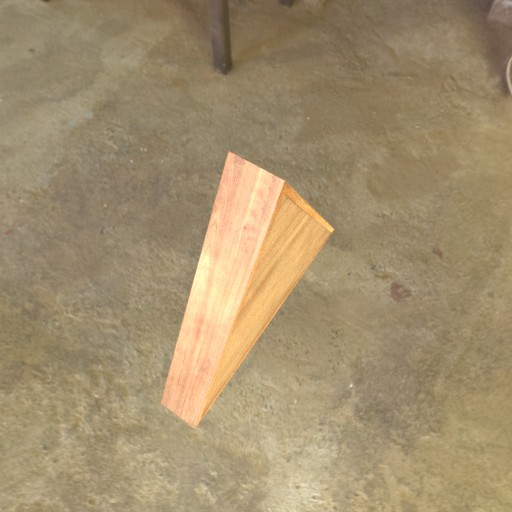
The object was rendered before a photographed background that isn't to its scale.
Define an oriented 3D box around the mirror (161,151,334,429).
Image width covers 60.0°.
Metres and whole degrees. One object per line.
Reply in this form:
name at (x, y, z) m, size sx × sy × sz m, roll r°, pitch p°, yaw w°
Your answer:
mirror at (0.000, 0.000, 0.881) m, size 0.100 × 0.548 × 0.631 m, roll 31°, pitch 66°, yaw 16°
